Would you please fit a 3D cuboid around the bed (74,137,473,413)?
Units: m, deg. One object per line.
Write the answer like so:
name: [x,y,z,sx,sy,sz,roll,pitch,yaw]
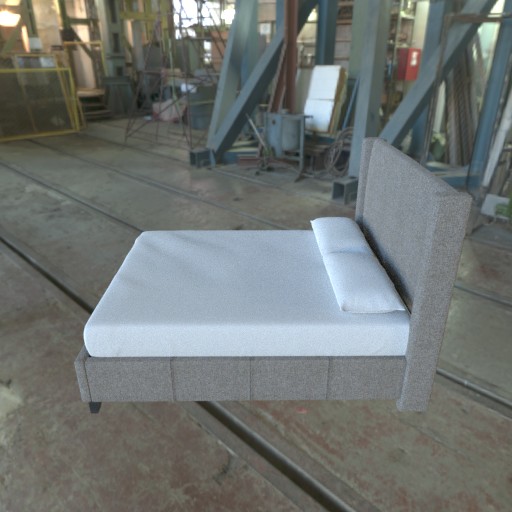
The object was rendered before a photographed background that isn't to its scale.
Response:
bed: [0.000,0.000,3.355,2.245,1.481,1.714,0,25,0]
